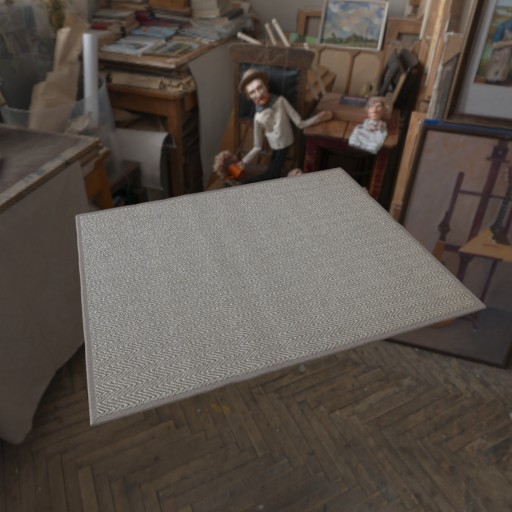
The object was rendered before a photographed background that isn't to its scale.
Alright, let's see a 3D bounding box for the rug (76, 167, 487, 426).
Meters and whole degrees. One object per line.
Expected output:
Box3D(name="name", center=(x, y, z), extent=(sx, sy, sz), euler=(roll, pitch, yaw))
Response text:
Box3D(name="rug", center=(0.000, 0.000, 3.982), extent=(3.007, 0.032, 2.434), euler=(-13, 41, -15))
